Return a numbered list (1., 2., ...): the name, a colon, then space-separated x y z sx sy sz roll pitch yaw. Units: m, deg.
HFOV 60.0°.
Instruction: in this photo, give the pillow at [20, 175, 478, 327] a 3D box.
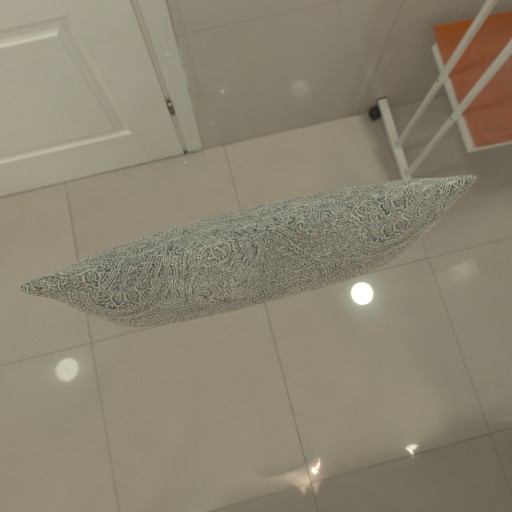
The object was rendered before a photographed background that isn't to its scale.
1. pillow: 0.000 0.000 0.717 0.615 0.295 0.151 -14 77 -3
